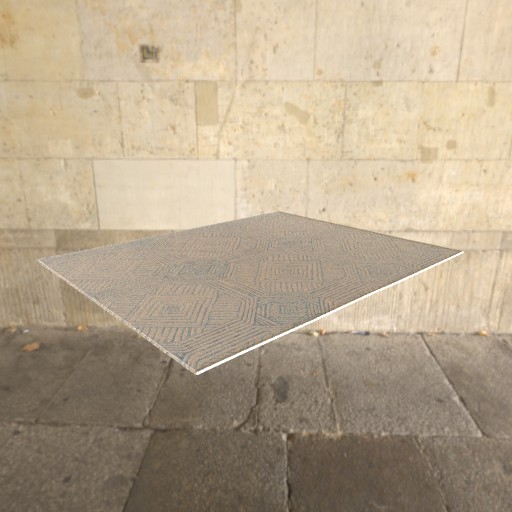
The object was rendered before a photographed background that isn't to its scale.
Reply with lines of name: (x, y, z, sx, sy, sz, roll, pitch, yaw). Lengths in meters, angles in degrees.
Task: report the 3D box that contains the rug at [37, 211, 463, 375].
rug: (0.000, 0.000, 4.052, 3.049, 0.015, 2.457, -16, 23, -40)
